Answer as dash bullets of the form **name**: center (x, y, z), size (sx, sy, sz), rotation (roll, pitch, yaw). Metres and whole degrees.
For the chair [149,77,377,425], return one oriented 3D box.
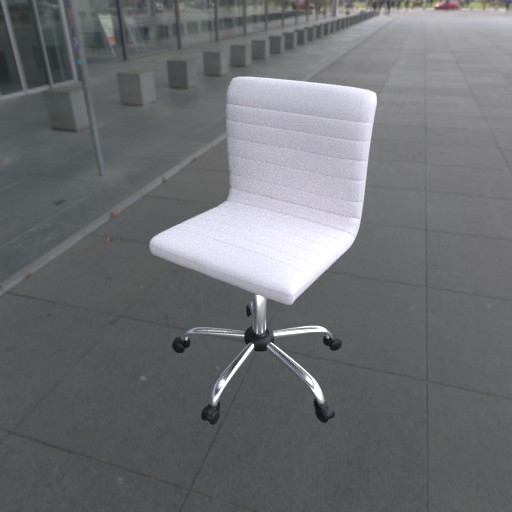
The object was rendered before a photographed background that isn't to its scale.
- **chair**: center (0.000, 0.000, 1.071), size (0.520, 0.750, 0.455), rotation (18, 35, 28)
